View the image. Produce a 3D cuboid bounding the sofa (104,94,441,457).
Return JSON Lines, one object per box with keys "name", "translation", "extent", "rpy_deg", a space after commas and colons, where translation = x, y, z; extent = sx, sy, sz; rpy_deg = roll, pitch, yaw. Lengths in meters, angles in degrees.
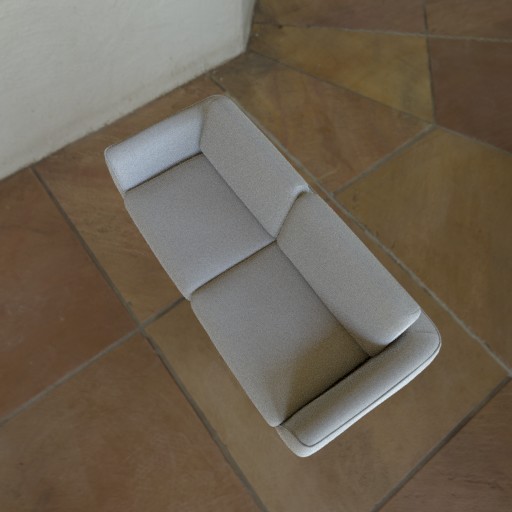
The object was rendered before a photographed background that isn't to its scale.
{"name": "sofa", "translation": [0.000, 0.000, 2.495], "extent": [0.920, 0.850, 2.000], "rpy_deg": [-31, 67, -15]}
